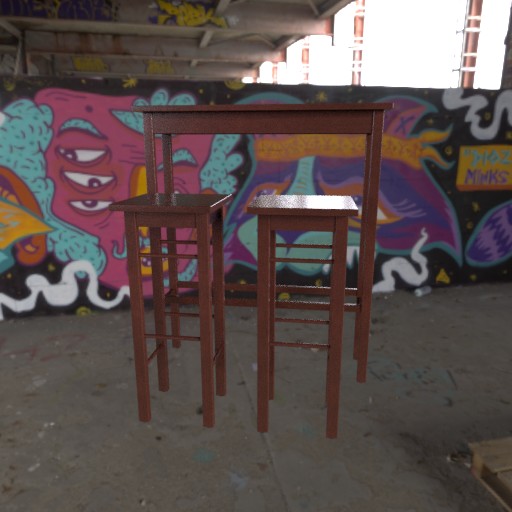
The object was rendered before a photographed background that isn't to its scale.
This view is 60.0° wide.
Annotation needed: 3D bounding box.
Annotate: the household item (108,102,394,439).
[{"bbox_3d":[0.000,0.000,1.633,0.914,1.067,0.676,2,14,8],"label":"household item"}]
